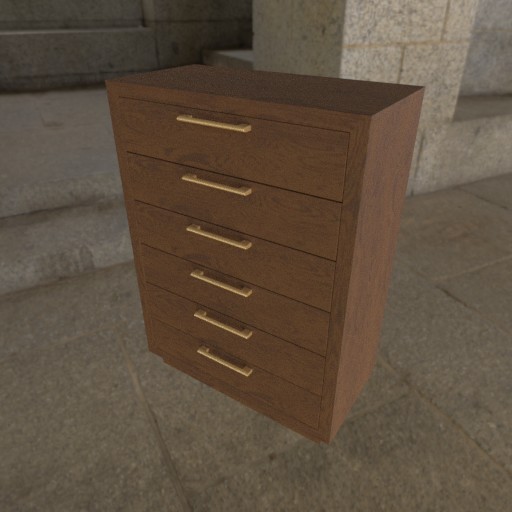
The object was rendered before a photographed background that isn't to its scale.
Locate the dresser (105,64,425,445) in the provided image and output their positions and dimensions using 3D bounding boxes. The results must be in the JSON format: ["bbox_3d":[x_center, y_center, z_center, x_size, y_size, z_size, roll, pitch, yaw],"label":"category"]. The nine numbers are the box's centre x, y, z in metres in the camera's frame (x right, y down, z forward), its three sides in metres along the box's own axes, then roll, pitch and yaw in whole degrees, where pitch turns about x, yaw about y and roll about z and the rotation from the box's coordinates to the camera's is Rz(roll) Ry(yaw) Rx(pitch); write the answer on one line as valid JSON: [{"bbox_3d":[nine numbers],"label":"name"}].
[{"bbox_3d":[0.000,0.000,1.799,0.964,1.320,0.516,18,35,28],"label":"dresser"}]
